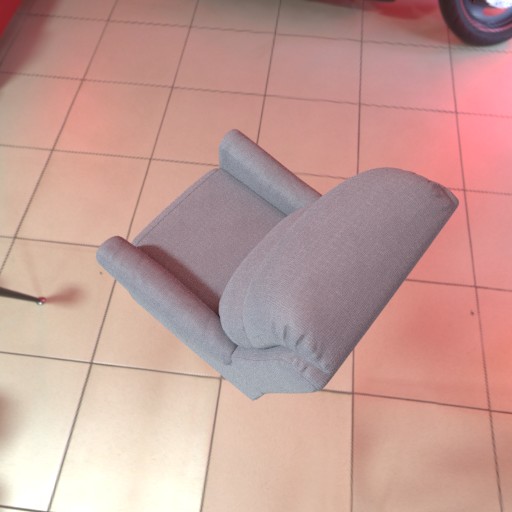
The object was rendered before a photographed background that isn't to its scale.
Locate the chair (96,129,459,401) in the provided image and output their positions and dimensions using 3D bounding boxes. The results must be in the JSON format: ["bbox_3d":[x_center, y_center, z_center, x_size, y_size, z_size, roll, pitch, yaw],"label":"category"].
[{"bbox_3d":[0.000,0.000,1.741,1.014,1.054,0.838,36,68,17],"label":"chair"}]
